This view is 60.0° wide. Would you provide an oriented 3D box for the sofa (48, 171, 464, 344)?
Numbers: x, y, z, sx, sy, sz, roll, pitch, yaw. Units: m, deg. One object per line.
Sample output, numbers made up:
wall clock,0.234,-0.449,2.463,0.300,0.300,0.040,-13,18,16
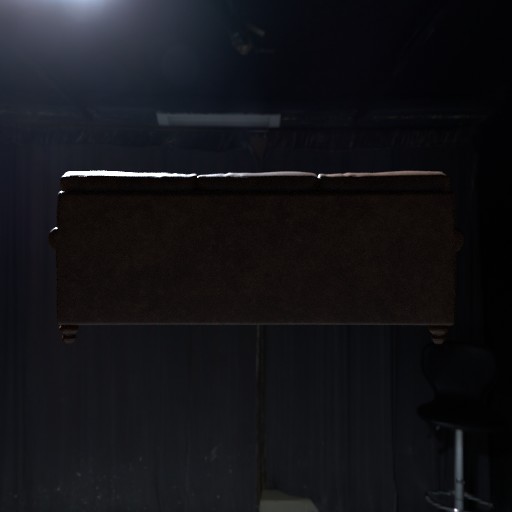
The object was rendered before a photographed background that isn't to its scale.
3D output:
sofa,0.000,0.000,2.857,2.351,0.977,0.973,0,-1,0
